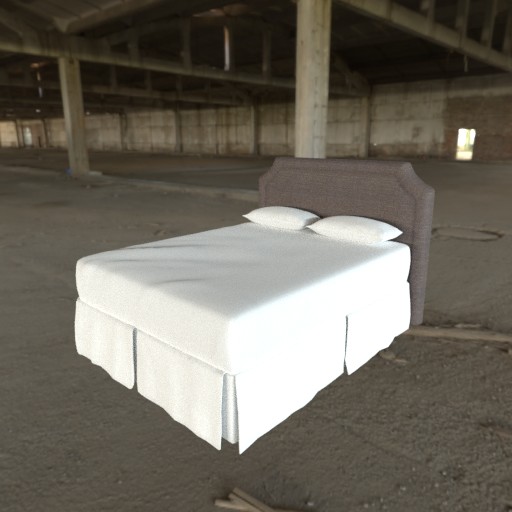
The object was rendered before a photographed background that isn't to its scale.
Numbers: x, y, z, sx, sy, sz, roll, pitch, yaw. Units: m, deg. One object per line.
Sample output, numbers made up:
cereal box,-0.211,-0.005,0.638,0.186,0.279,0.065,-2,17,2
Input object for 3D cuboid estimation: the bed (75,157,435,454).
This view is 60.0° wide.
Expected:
bed,0.000,0.000,3.178,1.693,1.290,2.116,13,20,41
